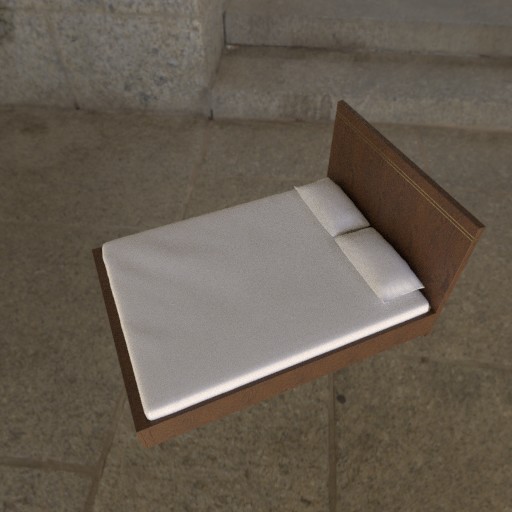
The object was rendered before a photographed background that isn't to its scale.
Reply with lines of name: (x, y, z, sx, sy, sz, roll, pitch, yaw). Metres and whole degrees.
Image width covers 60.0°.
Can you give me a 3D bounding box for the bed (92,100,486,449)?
bed: (0.000, 0.000, 3.215, 2.221, 1.169, 1.613, -17, 50, -15)
